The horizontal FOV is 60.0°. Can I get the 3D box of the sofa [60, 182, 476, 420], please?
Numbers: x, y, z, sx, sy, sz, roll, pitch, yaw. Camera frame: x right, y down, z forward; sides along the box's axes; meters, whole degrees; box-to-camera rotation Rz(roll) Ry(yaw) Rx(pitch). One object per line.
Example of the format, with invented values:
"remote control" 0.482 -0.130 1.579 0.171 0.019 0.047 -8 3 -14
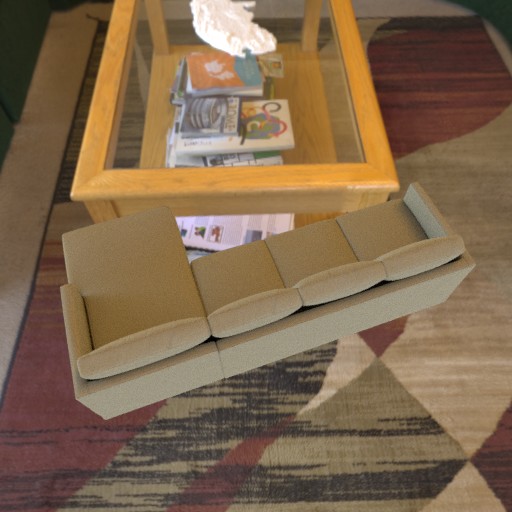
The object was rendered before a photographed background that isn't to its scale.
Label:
"sofa" 0.000 0.000 3.863 3.177 0.867 1.622 -17 60 -10
